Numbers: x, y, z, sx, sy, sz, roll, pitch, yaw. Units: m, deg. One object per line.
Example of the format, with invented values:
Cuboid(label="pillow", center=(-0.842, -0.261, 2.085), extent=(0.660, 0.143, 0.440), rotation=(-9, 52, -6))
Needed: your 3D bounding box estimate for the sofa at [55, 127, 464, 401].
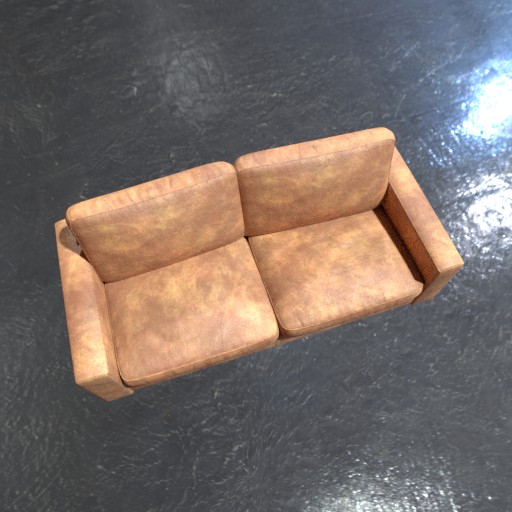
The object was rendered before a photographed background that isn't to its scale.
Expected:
Cuboid(label="sofa", center=(0.000, 0.000, 2.644), extent=(2.179, 0.873, 1.016), rotation=(-16, 64, -8))
